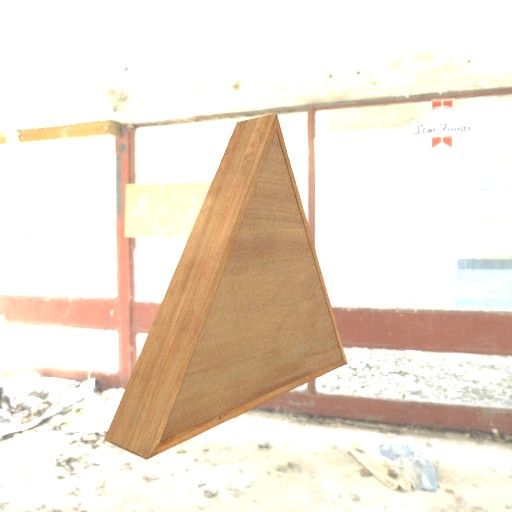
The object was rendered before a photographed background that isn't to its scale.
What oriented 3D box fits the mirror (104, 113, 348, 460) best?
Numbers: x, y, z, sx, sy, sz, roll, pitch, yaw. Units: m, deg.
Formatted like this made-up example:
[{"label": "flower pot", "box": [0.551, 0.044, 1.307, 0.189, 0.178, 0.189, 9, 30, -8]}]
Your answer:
[{"label": "mirror", "box": [0.000, 0.000, 0.883, 0.100, 0.548, 0.631, 1, 1, 37]}]
